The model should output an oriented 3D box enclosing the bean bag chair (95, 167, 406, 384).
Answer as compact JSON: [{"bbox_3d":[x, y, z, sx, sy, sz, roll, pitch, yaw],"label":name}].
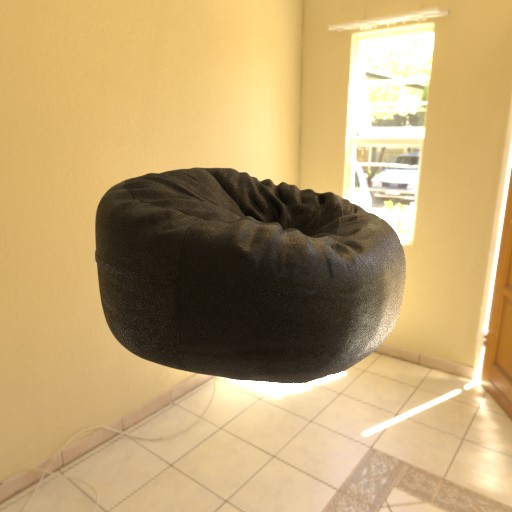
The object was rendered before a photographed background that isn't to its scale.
[{"bbox_3d":[0.000,0.000,2.369,1.524,0.878,1.524,8,17,27],"label":"bean bag chair"}]
